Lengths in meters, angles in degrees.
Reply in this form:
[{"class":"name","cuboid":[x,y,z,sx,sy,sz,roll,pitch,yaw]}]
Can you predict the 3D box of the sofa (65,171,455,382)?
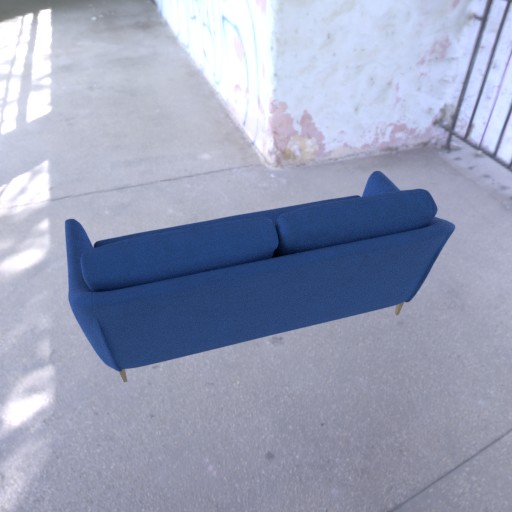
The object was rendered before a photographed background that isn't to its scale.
[{"class":"sofa","cuboid":[0.000,0.000,2.547,2.036,0.903,0.960,-11,42,-13]}]
